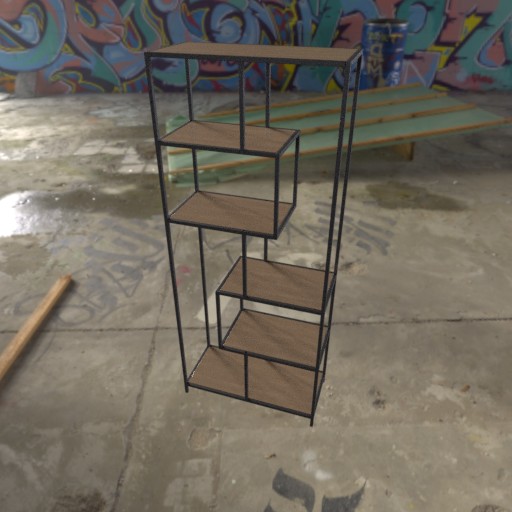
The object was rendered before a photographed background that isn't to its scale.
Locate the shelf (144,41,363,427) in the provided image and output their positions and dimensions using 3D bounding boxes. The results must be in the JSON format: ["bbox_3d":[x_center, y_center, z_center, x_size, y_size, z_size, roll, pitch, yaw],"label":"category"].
[{"bbox_3d":[0.000,0.000,2.181,0.770,1.850,0.350,10,33,15],"label":"shelf"}]
